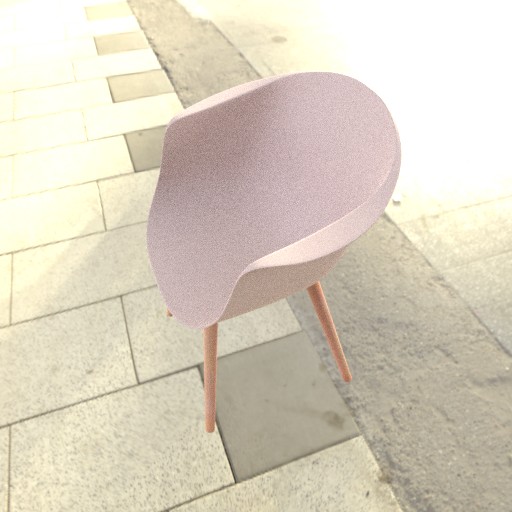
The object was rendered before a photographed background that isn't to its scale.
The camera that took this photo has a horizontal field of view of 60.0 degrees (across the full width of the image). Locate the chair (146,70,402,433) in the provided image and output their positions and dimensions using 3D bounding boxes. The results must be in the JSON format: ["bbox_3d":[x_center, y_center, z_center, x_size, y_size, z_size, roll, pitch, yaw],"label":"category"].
[{"bbox_3d":[0.000,0.000,1.109,0.504,0.781,0.593,-16,48,-15],"label":"chair"}]
